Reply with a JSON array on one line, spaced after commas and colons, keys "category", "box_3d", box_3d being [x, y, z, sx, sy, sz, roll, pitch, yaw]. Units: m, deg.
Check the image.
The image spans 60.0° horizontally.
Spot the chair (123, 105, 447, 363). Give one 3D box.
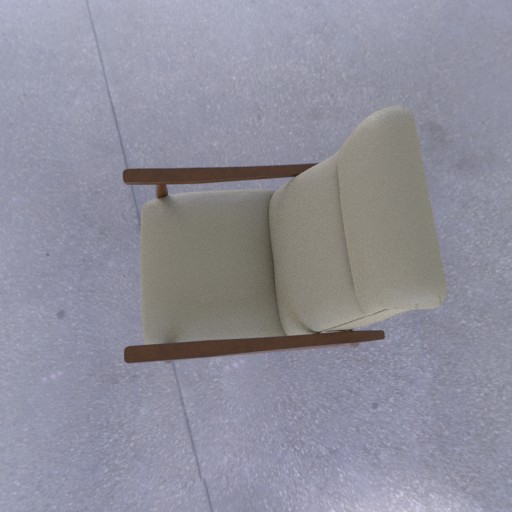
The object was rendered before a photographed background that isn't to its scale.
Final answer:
[{"category": "chair", "box_3d": [0.000, 0.000, 1.774, 1.014, 1.082, 0.762, -5, 75, -1]}]
